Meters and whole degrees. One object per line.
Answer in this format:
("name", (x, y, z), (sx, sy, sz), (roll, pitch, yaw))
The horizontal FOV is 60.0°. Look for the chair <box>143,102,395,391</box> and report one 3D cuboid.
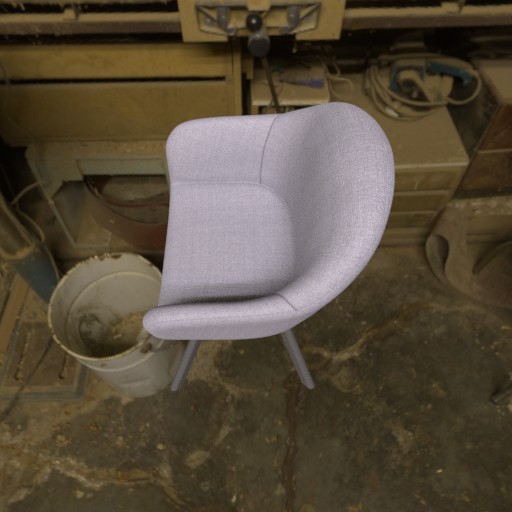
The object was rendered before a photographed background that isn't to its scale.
("chair", (0.000, 0.000, 1.203), (0.550, 0.795, 0.590), (-1, 57, -1))
